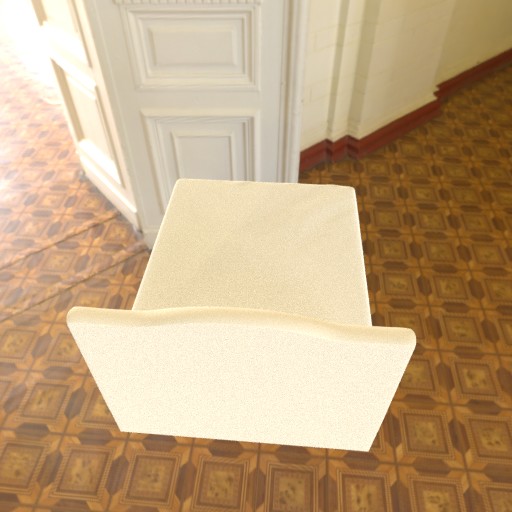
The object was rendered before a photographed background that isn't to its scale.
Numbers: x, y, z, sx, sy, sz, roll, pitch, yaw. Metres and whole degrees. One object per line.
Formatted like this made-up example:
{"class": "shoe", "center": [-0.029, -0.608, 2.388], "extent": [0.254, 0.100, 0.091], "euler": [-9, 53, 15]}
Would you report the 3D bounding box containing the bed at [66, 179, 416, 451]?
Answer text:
{"class": "bed", "center": [0.000, 0.000, 3.359], "extent": [1.821, 1.436, 2.282], "euler": [3, 46, 3]}
